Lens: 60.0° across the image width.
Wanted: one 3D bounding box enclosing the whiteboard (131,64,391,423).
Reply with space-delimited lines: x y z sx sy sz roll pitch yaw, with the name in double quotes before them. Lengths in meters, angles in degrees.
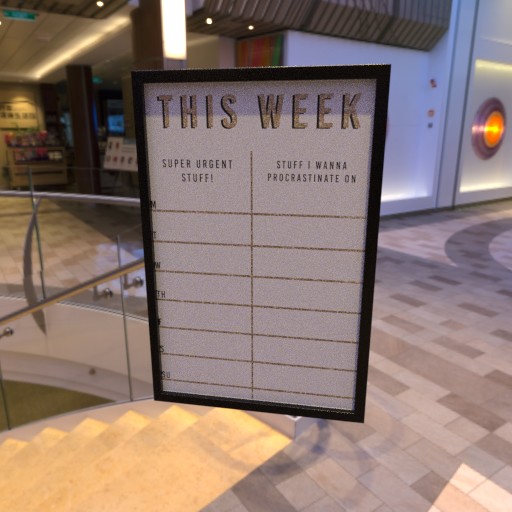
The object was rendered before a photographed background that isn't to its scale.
"whiteboard" 0.000 0.000 0.775 0.406 0.611 0.026 3 16 10
